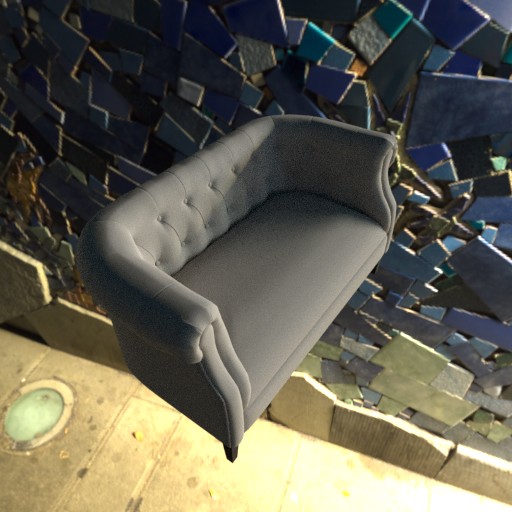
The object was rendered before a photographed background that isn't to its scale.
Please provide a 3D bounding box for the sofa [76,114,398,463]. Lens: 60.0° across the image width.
[{"bbox_3d":[0.000,0.000,2.074,0.835,0.827,1.558,25,47,26],"label":"sofa"}]
